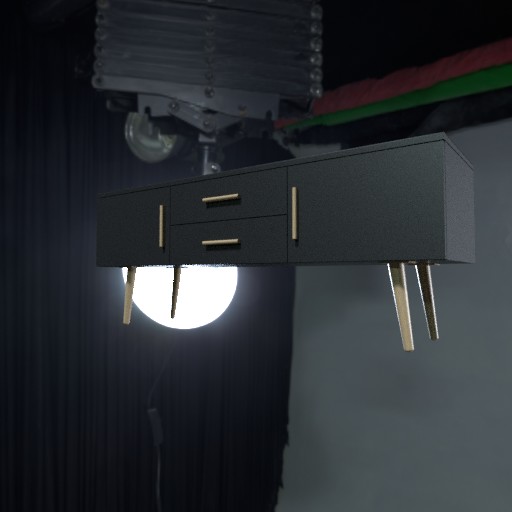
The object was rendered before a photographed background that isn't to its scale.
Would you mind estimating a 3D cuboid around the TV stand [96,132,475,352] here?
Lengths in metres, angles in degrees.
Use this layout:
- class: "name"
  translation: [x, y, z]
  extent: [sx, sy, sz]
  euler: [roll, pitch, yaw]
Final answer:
- class: "TV stand"
  translation: [0.000, 0.000, 1.526]
  extent: [1.312, 0.518, 0.390]
  euler: [-2, -3, 36]
